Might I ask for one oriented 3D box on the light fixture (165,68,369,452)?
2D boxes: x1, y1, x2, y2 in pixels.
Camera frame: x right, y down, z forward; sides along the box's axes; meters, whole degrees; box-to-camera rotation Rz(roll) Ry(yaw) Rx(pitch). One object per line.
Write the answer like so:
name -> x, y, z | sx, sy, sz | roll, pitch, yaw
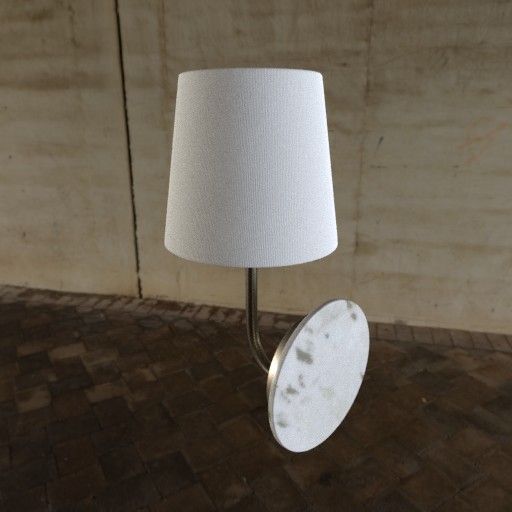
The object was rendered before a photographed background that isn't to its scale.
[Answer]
light fixture -> 0.000, 0.000, 0.443 | 0.168, 0.337, 0.188 | -17, 24, -42
